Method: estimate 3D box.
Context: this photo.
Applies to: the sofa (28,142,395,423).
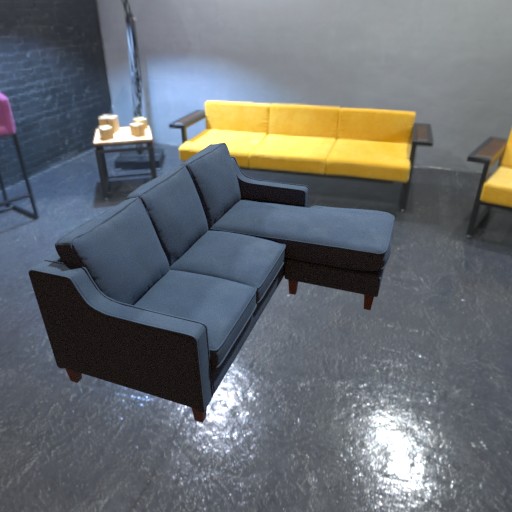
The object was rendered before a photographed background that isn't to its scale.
[{"bbox_3d":[0.000,0.000,3.293,1.858,1.066,2.317,10,31,18],"label":"sofa"}]
